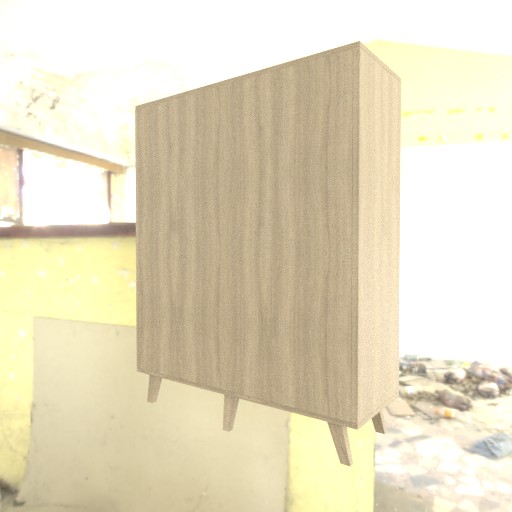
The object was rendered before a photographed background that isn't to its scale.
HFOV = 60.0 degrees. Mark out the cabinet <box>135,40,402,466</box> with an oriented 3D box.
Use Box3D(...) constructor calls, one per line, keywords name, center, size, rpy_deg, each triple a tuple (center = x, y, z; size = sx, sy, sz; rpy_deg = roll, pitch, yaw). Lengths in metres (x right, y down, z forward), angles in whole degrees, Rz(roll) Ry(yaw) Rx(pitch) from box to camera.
Box3D(name="cabinet", center=(0.000, 0.000, 1.908), size=(1.111, 1.388, 0.398), rpy_deg=(1, 2, 37))
